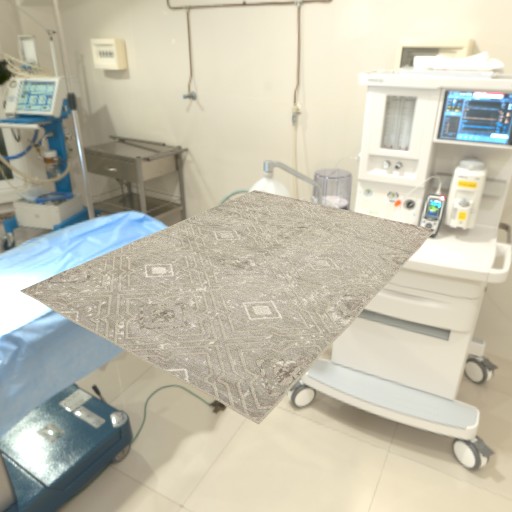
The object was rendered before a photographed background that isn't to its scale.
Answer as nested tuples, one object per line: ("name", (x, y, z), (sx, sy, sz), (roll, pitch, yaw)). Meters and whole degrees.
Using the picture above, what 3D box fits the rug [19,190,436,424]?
("rug", (0.000, 0.000, 4.259), (2.448, 0.020, 3.359), (17, 31, 32))
